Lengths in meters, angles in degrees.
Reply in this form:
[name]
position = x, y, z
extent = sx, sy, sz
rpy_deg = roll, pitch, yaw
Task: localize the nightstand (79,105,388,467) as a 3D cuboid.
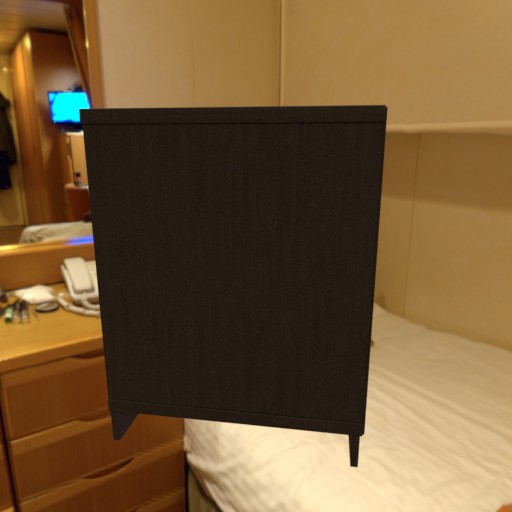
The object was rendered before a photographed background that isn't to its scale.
[nightstand]
position = 0.000, 0.000, 0.746
extent = 0.347, 0.448, 0.427
rpy_deg = 2, 15, 9
